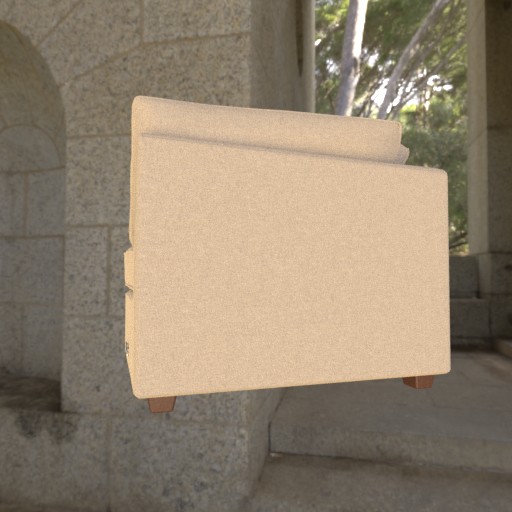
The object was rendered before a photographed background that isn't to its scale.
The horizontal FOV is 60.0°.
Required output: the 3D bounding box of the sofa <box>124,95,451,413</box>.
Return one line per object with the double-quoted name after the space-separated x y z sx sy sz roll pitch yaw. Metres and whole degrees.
0.000 0.000 1.833 1.042 0.937 1.050 1 -2 -18 "sofa"
